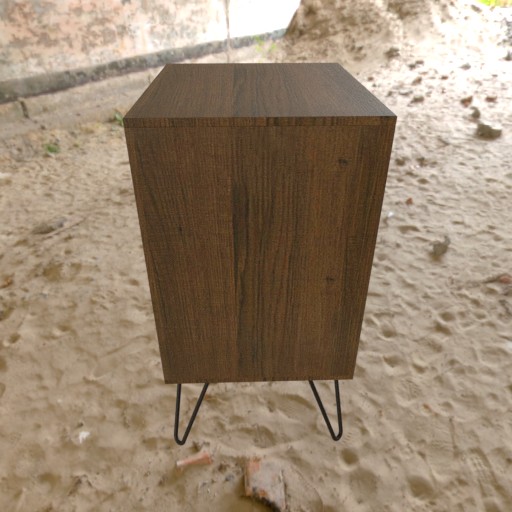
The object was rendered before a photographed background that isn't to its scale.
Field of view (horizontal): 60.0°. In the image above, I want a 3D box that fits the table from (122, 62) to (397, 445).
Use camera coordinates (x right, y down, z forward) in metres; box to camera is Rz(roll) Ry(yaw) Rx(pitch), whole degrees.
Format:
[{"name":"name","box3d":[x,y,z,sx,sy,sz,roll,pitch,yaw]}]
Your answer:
[{"name":"table","box3d":[0.000,0.000,1.173,0.457,0.866,0.526,-1,32,-2]}]
